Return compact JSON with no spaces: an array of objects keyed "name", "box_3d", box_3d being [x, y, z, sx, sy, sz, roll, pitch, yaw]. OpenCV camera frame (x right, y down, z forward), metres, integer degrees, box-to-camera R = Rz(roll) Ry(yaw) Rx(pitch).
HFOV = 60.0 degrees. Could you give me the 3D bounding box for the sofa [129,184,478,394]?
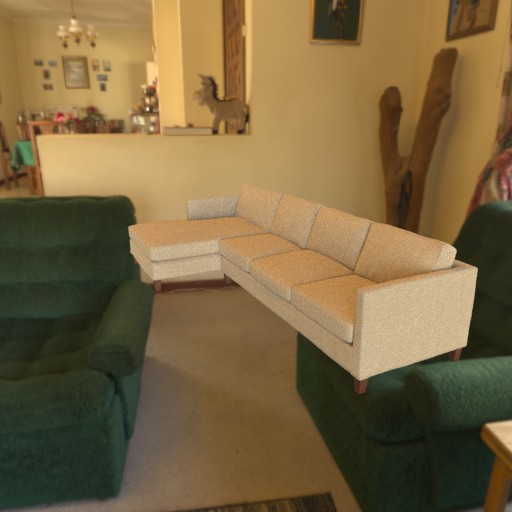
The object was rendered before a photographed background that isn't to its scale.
[{"name":"sofa","box_3d":[0.000,0.000,3.925,1.625,0.846,3.186,-9,20,-25]}]
